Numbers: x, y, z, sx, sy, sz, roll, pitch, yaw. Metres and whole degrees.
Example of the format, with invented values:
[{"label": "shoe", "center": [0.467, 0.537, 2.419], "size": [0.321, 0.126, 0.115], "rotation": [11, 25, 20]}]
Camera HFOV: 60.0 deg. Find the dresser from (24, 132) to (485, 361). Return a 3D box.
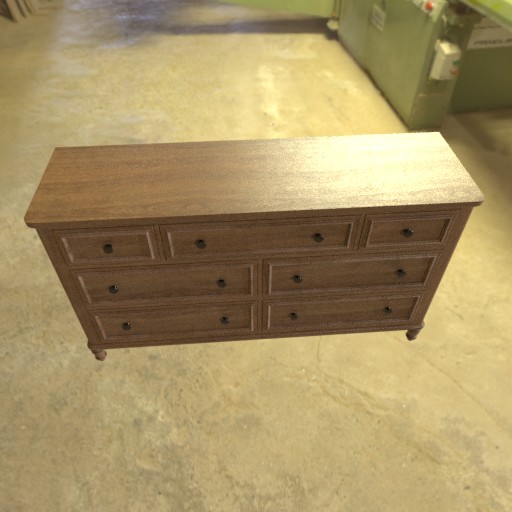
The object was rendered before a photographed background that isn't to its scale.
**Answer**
[{"label": "dresser", "center": [0.000, 0.000, 1.977], "size": [1.583, 0.892, 0.468], "rotation": [-3, 45, -3]}]
